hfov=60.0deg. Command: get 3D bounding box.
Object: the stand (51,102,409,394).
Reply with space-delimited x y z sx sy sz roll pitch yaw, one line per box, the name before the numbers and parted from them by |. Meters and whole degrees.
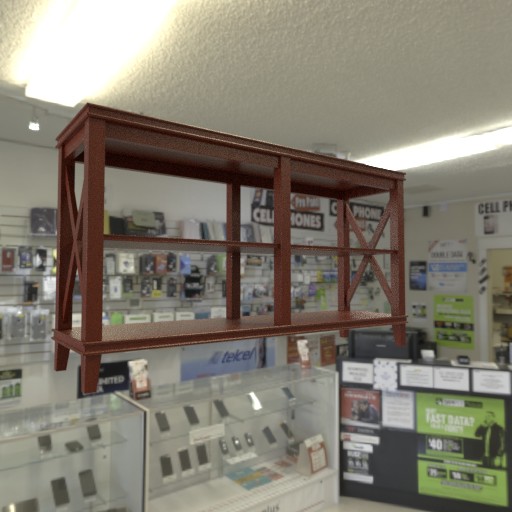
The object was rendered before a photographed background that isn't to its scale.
stand | 0.000 0.000 1.703 1.372 0.762 0.381 2 -3 -36
